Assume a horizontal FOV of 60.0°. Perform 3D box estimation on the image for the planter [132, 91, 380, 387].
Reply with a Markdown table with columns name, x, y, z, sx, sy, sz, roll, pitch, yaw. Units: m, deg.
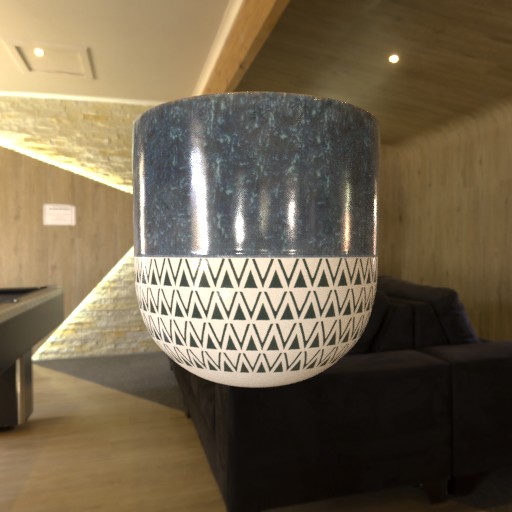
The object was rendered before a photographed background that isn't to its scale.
| name | x | y | z | sx | sy | sz | roll | pitch | yaw |
| --- | --- | --- | --- | --- | --- | --- | --- | --- | --- |
| planter | 0.000 | 0.000 | 0.493 | 0.266 | 0.270 | 0.266 | 0 | 0 | 0 |
